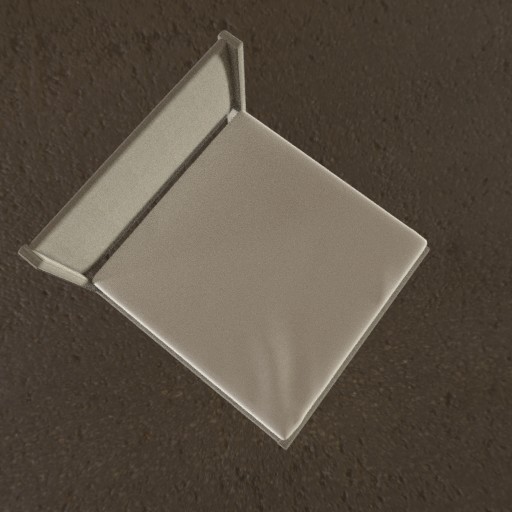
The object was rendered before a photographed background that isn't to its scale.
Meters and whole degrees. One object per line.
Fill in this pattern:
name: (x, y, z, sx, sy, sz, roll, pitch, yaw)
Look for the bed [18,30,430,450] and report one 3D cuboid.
bed: (0.000, 0.000, 3.615, 2.280, 1.470, 2.140, 37, 80, 8)
